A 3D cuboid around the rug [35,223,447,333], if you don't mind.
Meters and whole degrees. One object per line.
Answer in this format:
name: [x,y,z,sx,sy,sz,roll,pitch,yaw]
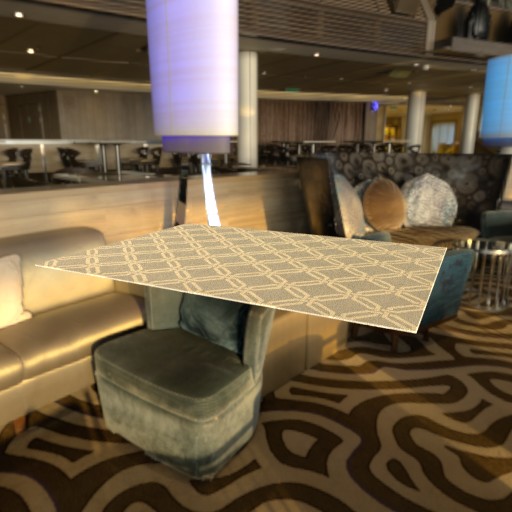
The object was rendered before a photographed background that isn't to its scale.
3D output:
rug: [0.000,0.000,4.421,3.353,0.013,2.438,7,16,26]
